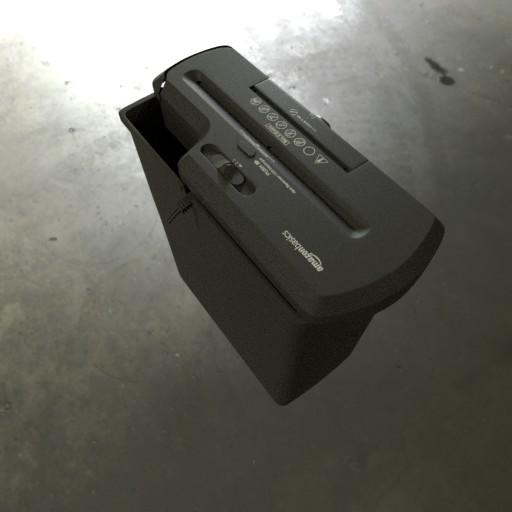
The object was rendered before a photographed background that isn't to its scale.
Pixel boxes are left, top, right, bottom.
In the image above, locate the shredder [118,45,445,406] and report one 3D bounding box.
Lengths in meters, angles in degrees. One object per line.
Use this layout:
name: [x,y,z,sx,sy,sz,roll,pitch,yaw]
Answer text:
shredder: [0.000,0.000,0.504,0.170,0.335,0.320,-32,63,-19]
